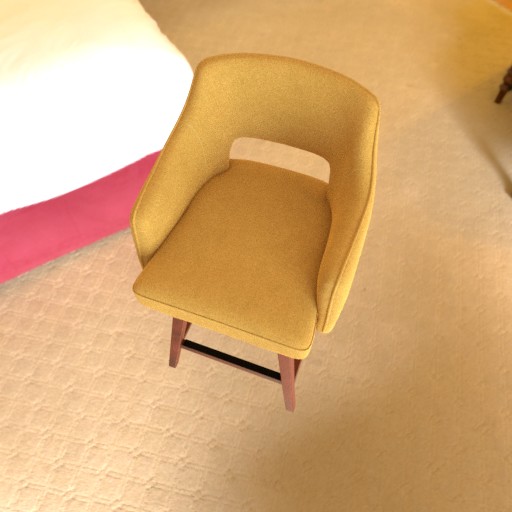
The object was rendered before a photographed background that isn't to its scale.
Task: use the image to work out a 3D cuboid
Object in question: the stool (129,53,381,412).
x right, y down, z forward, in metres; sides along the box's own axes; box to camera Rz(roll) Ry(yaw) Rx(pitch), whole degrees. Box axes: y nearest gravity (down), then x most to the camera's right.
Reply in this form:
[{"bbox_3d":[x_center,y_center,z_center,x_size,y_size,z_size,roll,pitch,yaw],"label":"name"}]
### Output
[{"bbox_3d":[0.000,0.000,1.278,0.548,0.924,0.558,17,59,11],"label":"stool"}]
